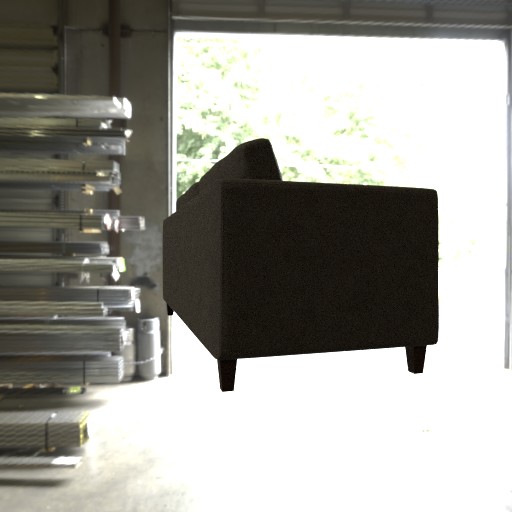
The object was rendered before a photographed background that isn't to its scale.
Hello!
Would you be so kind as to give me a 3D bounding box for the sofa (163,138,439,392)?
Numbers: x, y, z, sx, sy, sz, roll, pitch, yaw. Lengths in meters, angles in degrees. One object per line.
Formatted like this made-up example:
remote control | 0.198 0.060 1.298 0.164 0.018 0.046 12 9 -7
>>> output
sofa | 0.000 0.000 2.695 0.951 0.965 2.208 0 1 -17
